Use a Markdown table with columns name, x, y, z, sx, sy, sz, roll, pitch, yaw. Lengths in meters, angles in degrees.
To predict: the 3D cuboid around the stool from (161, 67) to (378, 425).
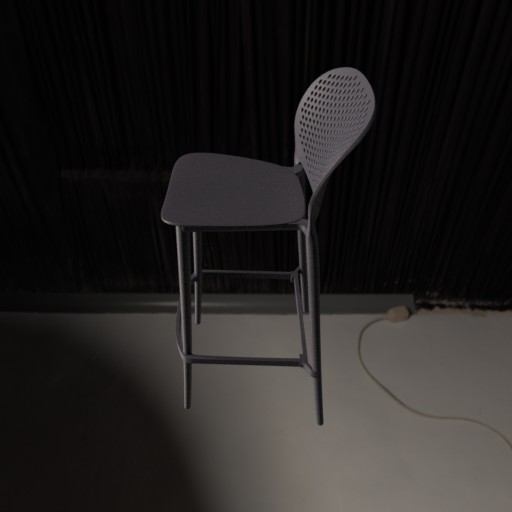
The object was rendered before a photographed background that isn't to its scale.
| name | x | y | z | sx | sy | sz | roll | pitch | yaw |
| --- | --- | --- | --- | --- | --- | --- | --- | --- | --- |
| stool | 0.000 | 0.000 | 1.357 | 0.535 | 1.045 | 0.536 | 0 | 40 | 0 |
